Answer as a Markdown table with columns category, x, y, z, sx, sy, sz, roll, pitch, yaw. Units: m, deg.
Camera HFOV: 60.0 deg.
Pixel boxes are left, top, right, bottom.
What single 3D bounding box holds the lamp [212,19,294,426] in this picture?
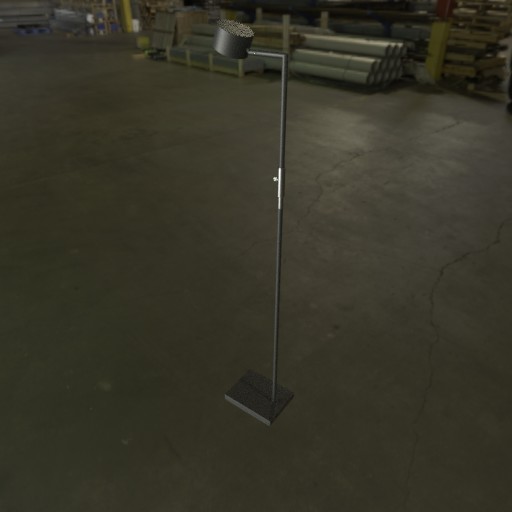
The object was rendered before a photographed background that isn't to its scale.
| category | x | y | z | sx | sy | sz | roll | pitch | yaw |
| --- | --- | --- | --- | --- | --- | --- | --- | --- | --- |
| lamp | 0.000 | 0.000 | 1.708 | 0.304 | 1.600 | 0.203 | 21 | 38 | 30 |
